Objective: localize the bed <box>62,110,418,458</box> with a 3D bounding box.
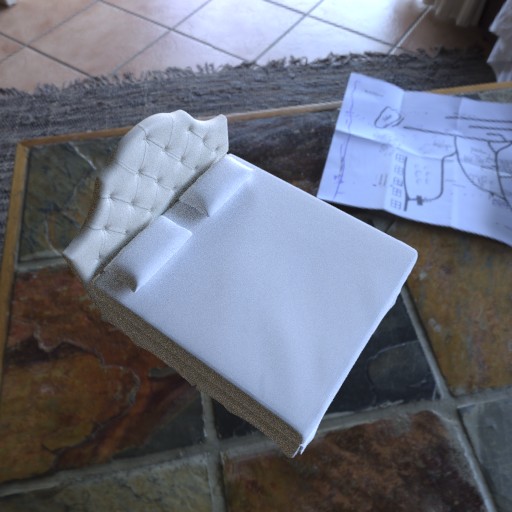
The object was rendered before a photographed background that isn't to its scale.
[{"bbox_3d":[0.000,0.000,3.632,2.214,1.615,2.008,31,62,18],"label":"bed"}]
